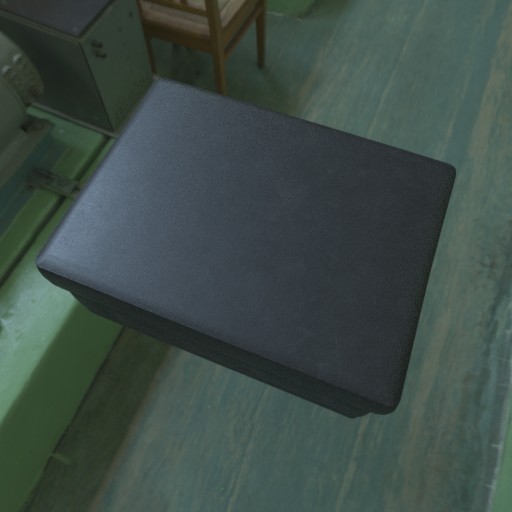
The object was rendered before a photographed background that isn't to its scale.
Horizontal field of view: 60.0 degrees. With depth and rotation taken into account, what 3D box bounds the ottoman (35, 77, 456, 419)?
[{"bbox_3d":[0.000,0.000,1.168,0.795,0.498,0.590,20,66,9],"label":"ottoman"}]
